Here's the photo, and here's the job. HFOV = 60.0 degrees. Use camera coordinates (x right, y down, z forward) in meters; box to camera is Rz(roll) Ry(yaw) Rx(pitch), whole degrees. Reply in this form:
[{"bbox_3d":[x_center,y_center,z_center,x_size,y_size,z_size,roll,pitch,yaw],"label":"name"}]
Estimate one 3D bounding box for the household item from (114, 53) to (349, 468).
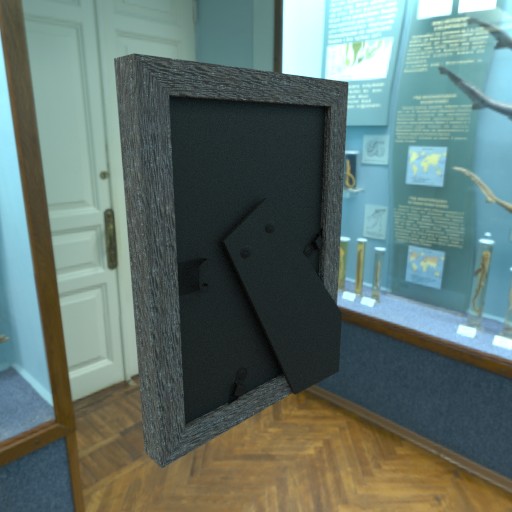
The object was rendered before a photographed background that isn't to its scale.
[{"bbox_3d":[0.000,0.000,0.233,0.133,0.180,0.020,-14,21,-42],"label":"household item"}]
